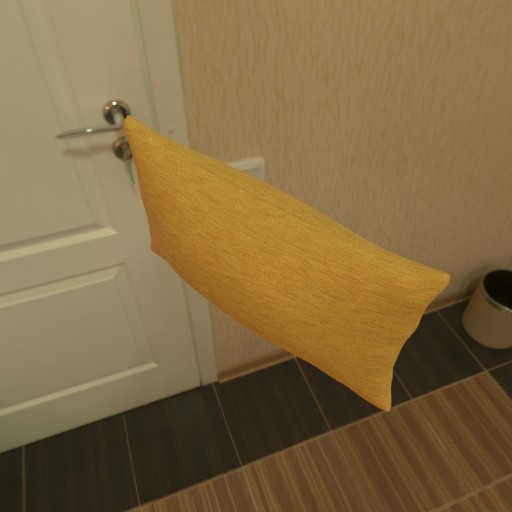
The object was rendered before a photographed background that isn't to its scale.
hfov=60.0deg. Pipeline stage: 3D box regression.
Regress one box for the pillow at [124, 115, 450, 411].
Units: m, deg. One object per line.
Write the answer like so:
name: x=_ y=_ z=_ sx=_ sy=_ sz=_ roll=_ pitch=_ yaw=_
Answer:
pillow: x=0.000 y=0.000 z=0.807 sx=0.634 sy=0.354 sz=0.210 roll=31 pitch=53 yaw=27
